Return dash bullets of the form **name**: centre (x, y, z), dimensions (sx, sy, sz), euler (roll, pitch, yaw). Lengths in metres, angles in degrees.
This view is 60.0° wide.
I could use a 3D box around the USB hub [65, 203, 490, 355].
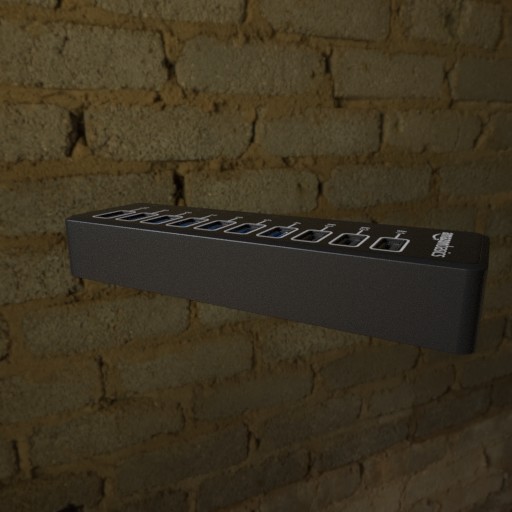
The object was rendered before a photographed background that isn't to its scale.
- **USB hub**: centre (0.000, 0.000, 0.157), dimensions (0.145, 0.023, 0.044), euler (8, 17, 26)
